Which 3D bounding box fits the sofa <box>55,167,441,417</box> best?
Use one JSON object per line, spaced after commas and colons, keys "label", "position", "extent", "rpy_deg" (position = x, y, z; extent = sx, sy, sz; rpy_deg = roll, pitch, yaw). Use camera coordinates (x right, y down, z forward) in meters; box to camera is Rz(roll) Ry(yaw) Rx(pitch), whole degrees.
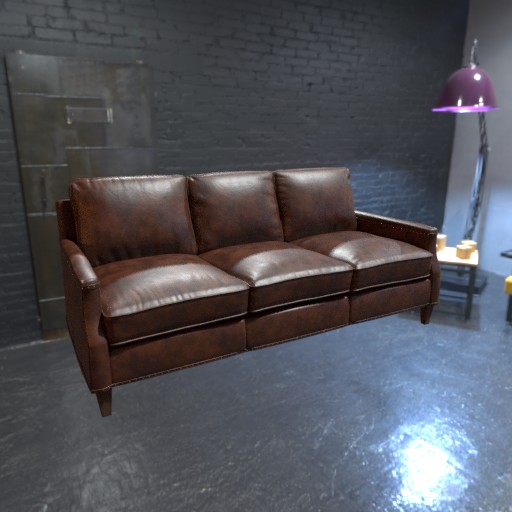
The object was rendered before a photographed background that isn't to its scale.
{"label": "sofa", "position": [0.000, 0.000, 2.796], "extent": [2.240, 1.003, 1.084], "rpy_deg": [-8, 17, -28]}
